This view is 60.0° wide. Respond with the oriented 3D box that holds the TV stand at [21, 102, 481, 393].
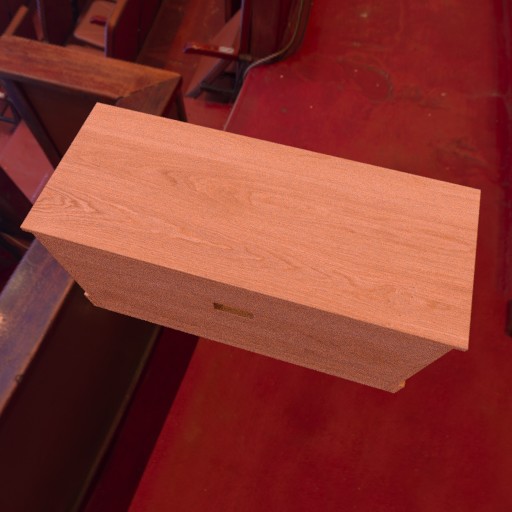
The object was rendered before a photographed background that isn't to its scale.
[{"bbox_3d":[0.000,0.000,1.360,1.080,0.550,0.440,15,64,7],"label":"TV stand"}]
